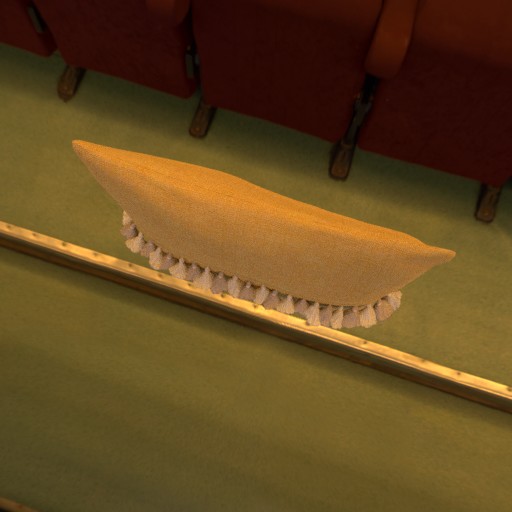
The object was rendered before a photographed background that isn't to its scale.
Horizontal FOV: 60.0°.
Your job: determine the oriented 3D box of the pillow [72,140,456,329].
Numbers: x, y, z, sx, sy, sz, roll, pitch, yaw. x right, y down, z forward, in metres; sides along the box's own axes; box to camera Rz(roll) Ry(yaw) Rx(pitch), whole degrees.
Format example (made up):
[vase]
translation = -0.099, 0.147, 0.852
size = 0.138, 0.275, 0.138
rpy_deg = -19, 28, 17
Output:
[pillow]
translation = 0.000, 0.000, 0.738
size = 0.485, 0.481, 0.167
rpy_deg = 17, 78, 4
